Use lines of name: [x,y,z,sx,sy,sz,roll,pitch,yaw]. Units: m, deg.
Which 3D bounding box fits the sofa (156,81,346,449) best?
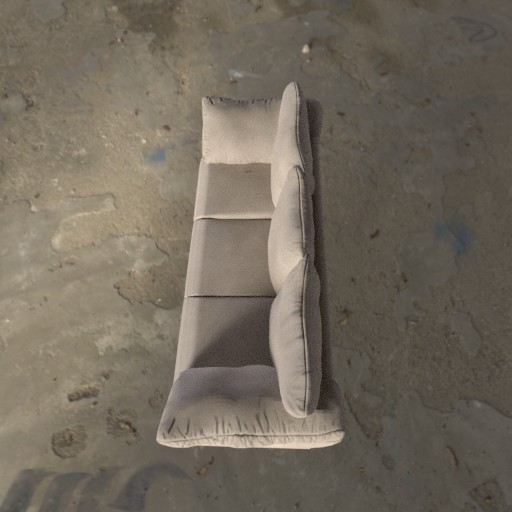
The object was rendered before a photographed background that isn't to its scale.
sofa: [0.000,0.000,2.802,0.878,0.996,2.334,1,59,1]
